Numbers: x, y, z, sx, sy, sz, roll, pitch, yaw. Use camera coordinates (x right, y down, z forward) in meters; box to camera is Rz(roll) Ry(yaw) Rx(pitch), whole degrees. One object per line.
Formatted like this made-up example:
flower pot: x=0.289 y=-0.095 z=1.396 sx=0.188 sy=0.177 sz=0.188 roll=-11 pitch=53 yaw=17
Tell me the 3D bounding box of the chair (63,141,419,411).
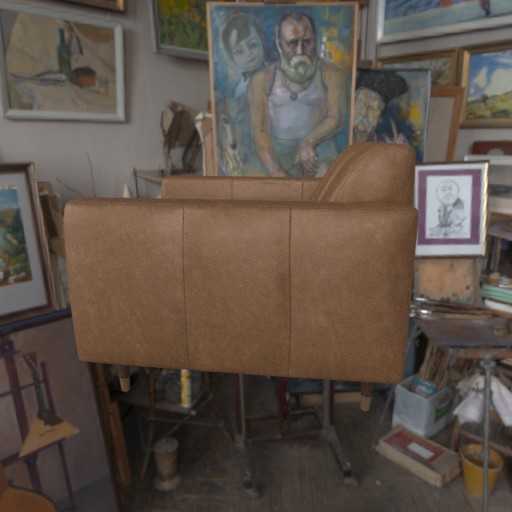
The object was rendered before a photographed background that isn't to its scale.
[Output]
chair: x=0.000 y=0.000 z=1.646 sx=0.998 sy=0.819 sz=0.953 roll=2 pitch=15 yaw=8
